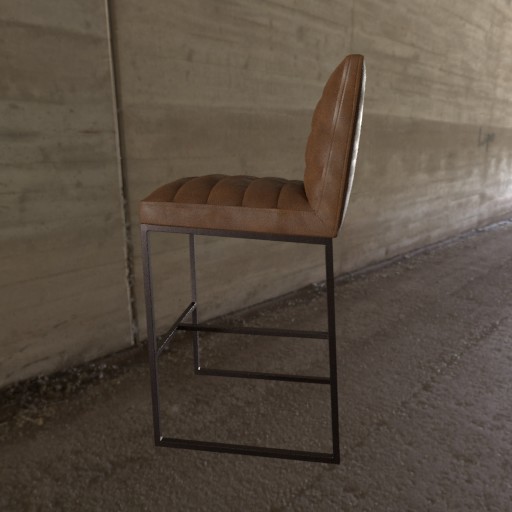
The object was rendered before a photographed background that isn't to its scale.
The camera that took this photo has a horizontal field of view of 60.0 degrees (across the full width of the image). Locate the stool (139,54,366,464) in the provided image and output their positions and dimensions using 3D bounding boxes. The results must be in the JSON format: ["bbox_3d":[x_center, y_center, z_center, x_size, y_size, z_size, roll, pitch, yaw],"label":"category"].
[{"bbox_3d":[0.000,0.000,1.343,0.562,1.065,0.463,2,15,8],"label":"stool"}]
